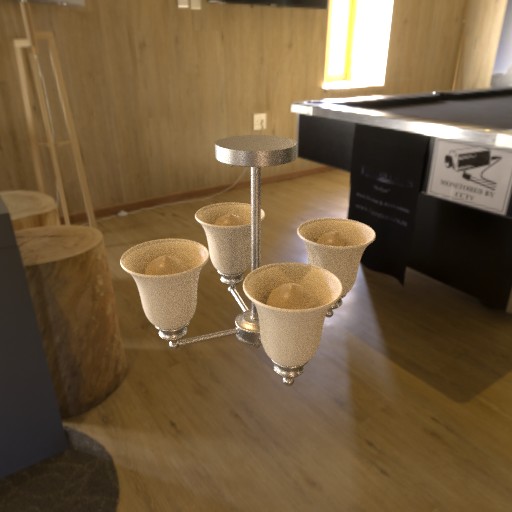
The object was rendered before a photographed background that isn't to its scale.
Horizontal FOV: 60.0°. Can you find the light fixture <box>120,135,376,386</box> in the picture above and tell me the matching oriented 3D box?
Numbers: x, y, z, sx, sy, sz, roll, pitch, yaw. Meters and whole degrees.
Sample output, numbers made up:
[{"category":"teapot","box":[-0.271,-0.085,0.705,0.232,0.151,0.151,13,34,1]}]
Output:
[{"category":"light fixture","box":[0.000,0.000,0.732,0.427,0.370,0.427,-9,27,-18]}]
